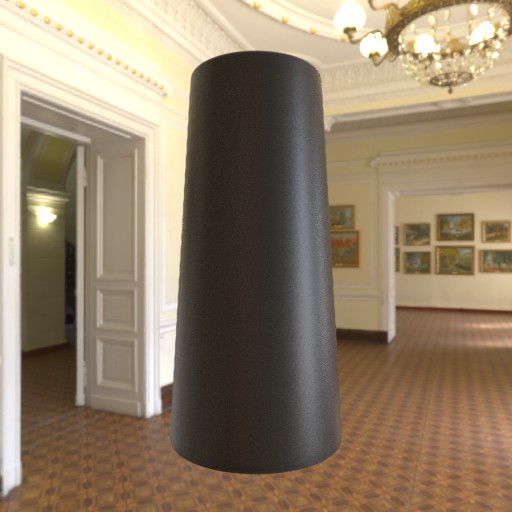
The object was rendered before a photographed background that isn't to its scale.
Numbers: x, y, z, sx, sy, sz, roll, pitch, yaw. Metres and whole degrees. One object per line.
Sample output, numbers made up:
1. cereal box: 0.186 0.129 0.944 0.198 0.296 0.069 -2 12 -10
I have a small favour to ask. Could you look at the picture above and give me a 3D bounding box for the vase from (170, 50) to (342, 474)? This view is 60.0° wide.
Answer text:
1. vase: 0.000 0.000 0.361 0.136 0.289 0.136 0 -1 37
